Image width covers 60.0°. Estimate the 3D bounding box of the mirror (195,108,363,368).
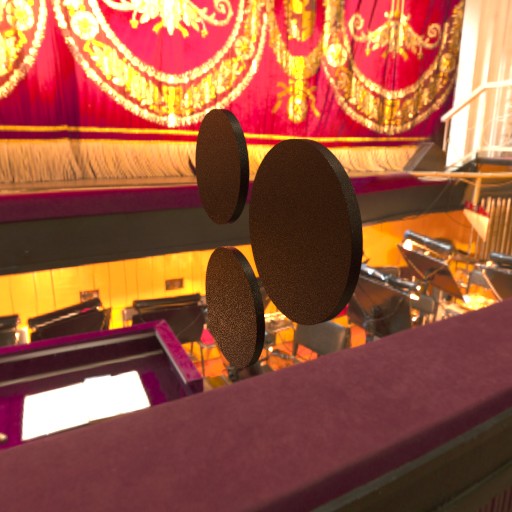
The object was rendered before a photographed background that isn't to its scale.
[{"bbox_3d":[0.000,0.000,3.217,0.076,2.096,2.160,-8,17,-27],"label":"mirror"}]
